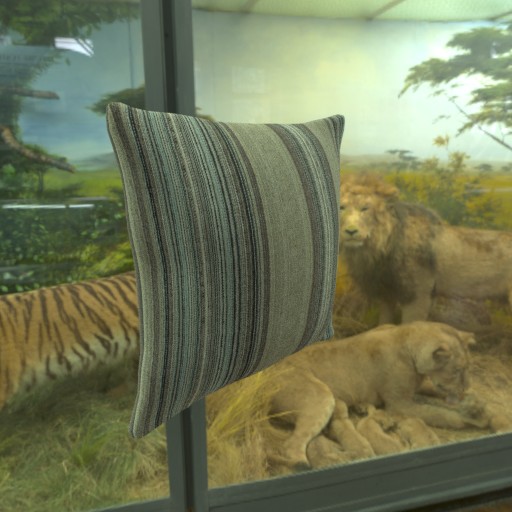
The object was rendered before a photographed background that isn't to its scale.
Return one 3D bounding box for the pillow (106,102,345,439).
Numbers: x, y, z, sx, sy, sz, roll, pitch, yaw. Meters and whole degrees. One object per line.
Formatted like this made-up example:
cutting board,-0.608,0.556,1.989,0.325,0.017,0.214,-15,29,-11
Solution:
pillow,0.000,0.000,0.660,0.435,0.416,0.189,-15,21,-43
